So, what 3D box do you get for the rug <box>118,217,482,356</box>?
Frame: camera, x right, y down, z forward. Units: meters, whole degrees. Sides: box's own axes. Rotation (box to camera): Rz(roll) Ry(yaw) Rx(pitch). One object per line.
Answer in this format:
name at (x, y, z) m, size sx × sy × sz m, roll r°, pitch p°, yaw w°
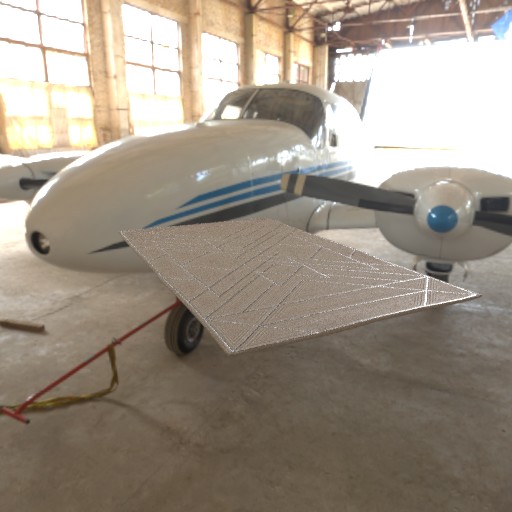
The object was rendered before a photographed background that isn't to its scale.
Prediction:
rug at (0.000, 0.000, 1.081) m, size 0.511 × 0.008 × 0.869 m, roll -8°, pitch 17°, yaw -25°
